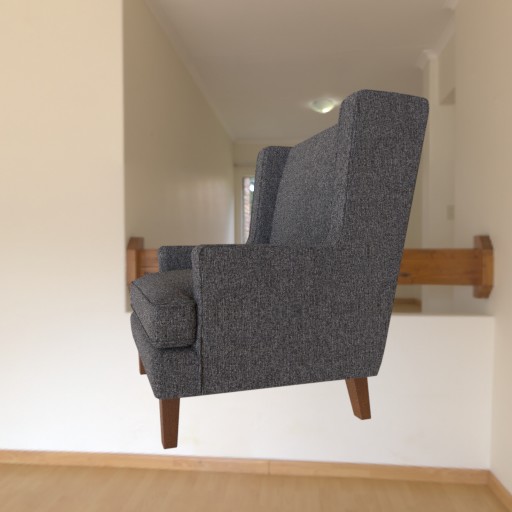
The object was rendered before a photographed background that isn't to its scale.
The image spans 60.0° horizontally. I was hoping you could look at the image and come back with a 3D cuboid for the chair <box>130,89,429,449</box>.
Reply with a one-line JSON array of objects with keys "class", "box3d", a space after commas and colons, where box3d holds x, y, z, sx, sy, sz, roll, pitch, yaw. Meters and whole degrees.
[{"class": "chair", "box3d": [0.000, 0.000, 1.781, 0.927, 1.082, 0.942, 0, 1, -19]}]
